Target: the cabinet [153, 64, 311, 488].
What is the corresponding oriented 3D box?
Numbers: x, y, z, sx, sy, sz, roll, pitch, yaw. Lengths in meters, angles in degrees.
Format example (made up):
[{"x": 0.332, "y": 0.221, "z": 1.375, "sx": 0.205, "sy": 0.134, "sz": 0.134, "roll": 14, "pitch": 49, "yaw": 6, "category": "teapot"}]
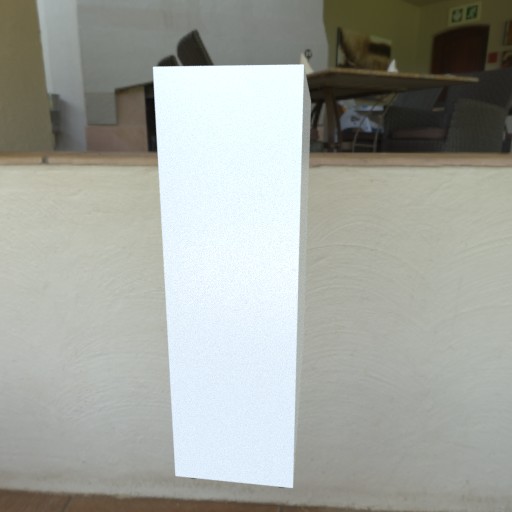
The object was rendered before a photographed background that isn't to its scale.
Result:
[{"x": 0.000, "y": 0.000, "z": 1.622, "sx": 0.348, "sy": 1.150, "sz": 0.990, "roll": 2, "pitch": 15, "yaw": 7, "category": "cabinet"}]
